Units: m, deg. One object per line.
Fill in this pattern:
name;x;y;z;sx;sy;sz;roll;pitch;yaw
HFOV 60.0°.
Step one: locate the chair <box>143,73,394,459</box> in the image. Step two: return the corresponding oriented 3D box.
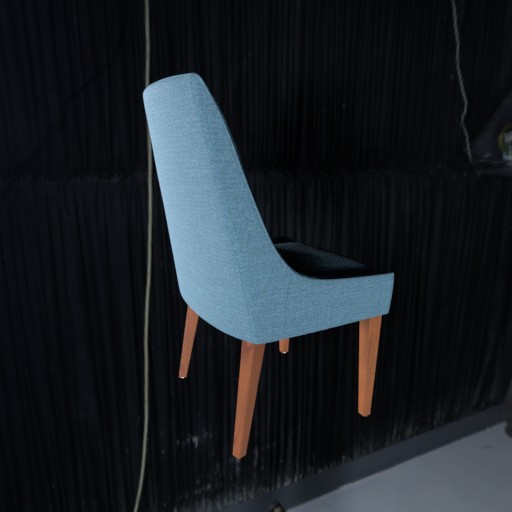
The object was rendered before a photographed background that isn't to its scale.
chair;0.000;0.000;1.208;0.544;0.861;0.529;-7;15;-27
